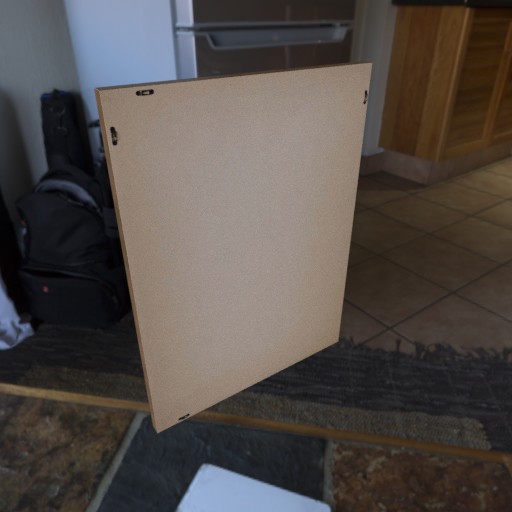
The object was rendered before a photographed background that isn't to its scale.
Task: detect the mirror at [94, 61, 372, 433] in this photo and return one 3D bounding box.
[{"bbox_3d":[0.000,0.000,1.320,0.762,1.016,0.040,-19,35,-29],"label":"mirror"}]
